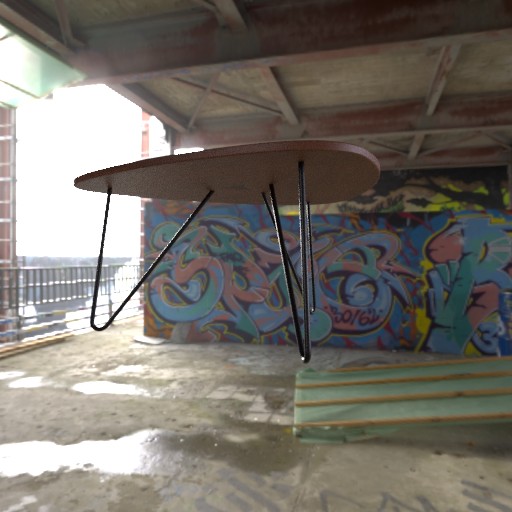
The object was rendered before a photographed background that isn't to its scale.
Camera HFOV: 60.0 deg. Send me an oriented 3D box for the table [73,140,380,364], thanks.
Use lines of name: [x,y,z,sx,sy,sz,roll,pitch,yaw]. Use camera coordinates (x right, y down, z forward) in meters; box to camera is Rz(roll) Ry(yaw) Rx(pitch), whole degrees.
table: [0.000,0.000,1.273,0.833,0.413,0.821,0,0,35]
